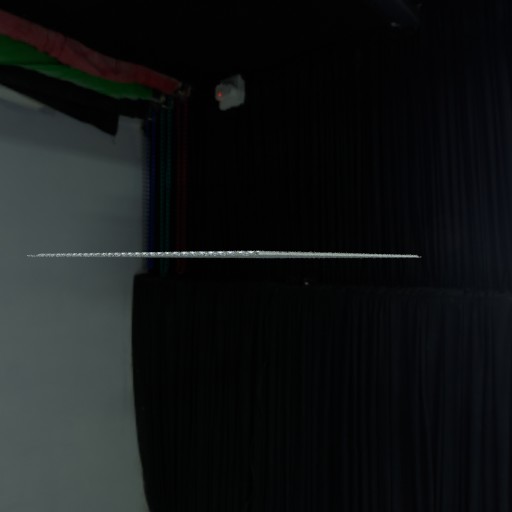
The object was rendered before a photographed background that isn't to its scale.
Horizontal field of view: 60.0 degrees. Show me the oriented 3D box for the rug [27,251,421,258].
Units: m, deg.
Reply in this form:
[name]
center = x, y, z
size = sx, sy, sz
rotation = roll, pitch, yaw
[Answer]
[rug]
center = 0.000, 0.000, 2.368
size = 1.230, 0.014, 1.847
rotation = 0, -1, 35
